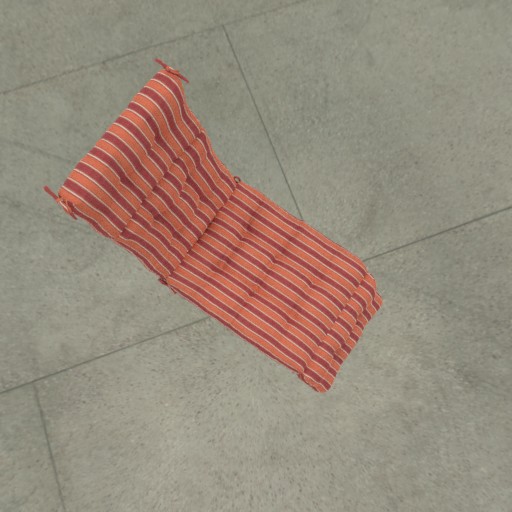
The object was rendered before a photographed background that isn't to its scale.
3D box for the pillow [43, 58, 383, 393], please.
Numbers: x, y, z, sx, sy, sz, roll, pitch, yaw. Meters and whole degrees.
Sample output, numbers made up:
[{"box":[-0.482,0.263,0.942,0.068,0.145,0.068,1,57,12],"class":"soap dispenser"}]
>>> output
[{"box":[0.000,0.000,1.530,1.016,0.863,0.526,34,79,8],"class":"pillow"}]
